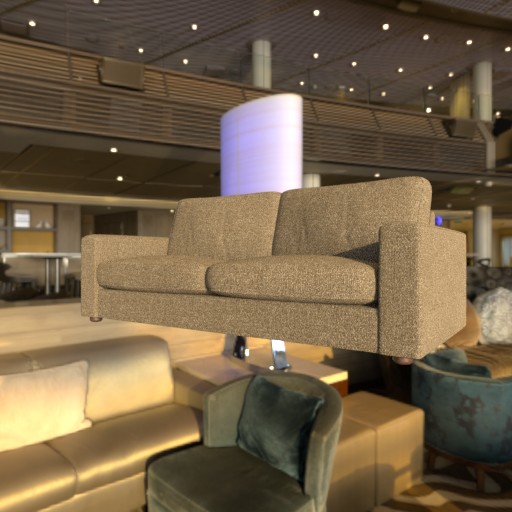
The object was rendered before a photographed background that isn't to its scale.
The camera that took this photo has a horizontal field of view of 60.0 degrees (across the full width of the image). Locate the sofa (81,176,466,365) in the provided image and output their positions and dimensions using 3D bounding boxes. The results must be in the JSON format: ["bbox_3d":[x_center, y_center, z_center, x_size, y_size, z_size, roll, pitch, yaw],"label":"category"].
[{"bbox_3d":[0.000,0.000,2.688,2.179,0.873,1.016,0,0,35],"label":"sofa"}]
